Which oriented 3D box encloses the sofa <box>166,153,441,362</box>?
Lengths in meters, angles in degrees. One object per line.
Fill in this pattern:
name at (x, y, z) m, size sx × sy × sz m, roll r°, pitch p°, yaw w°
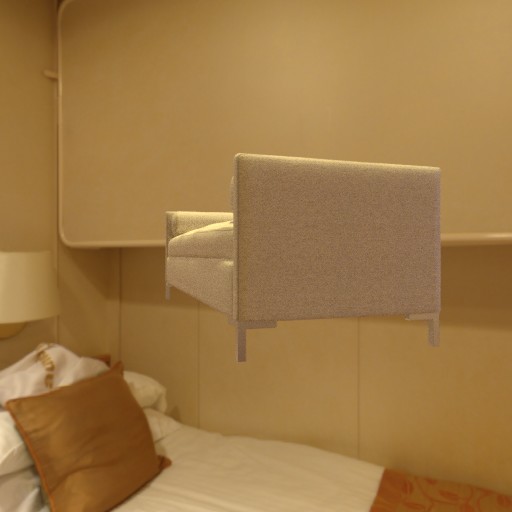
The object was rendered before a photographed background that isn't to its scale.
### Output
sofa at (0.000, 0.000, 2.480) m, size 0.797 × 0.655 × 2.102 m, roll 0°, pitch 0°, yaw -18°
